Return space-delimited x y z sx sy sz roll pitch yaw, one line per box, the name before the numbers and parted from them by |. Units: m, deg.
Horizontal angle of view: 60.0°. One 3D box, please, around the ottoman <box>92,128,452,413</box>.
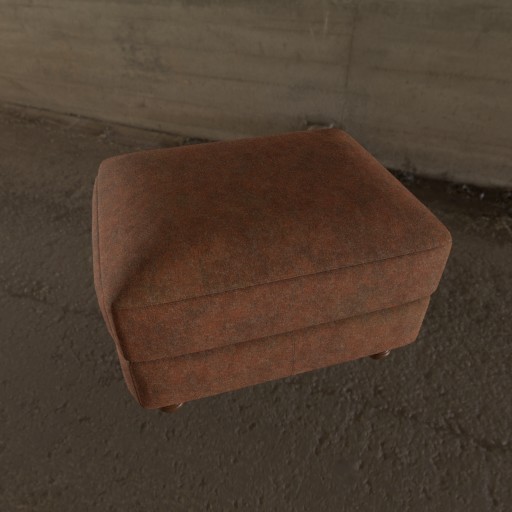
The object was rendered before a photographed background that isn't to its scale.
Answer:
ottoman | 0.000 0.000 1.199 0.787 0.508 0.635 -11 41 -12
